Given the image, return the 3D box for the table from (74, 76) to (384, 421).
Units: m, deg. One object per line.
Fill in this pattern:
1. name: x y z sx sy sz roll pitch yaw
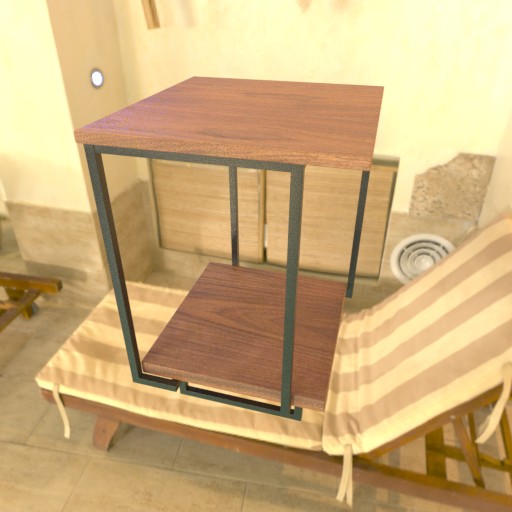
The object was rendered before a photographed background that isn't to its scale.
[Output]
1. table: 0.000 0.000 0.854 0.384 0.567 0.411 8 33 13
